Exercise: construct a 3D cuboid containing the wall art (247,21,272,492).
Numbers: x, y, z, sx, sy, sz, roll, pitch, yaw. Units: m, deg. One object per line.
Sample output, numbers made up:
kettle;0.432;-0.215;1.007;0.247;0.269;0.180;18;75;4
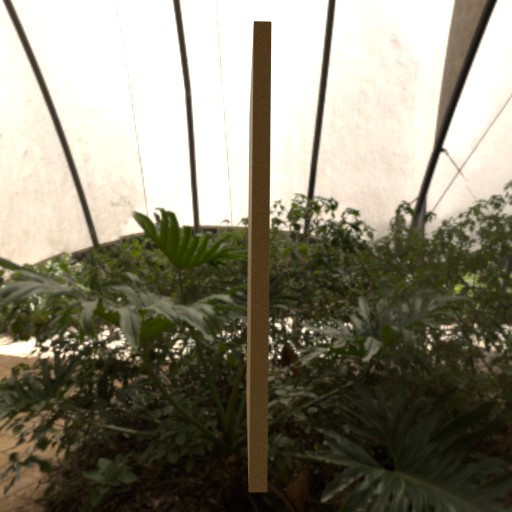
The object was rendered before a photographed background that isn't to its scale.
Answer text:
wall art;0.000;0.000;1.015;0.039;0.810;0.510;0;1;-2
